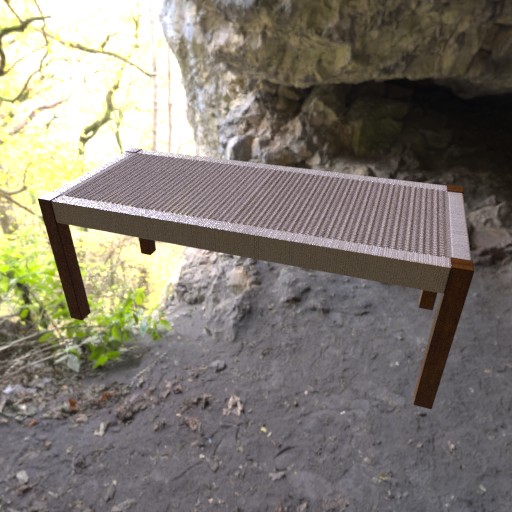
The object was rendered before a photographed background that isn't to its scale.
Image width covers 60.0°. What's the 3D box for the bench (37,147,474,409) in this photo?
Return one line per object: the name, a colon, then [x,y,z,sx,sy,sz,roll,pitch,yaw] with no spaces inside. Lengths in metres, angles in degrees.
bench: [0.000,0.000,1.470,1.198,0.457,0.507,10,33,16]
